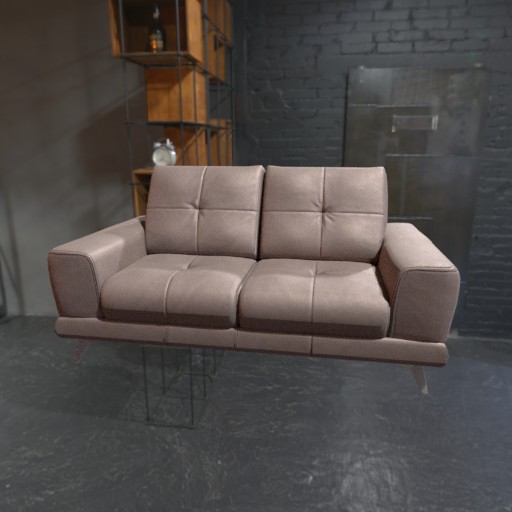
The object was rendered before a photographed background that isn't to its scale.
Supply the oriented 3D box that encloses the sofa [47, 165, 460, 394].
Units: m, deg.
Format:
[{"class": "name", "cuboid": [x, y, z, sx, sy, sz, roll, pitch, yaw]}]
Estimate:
[{"class": "sofa", "cuboid": [0.000, 0.000, 2.337, 1.806, 0.907, 1.018, 2, 15, 9]}]
